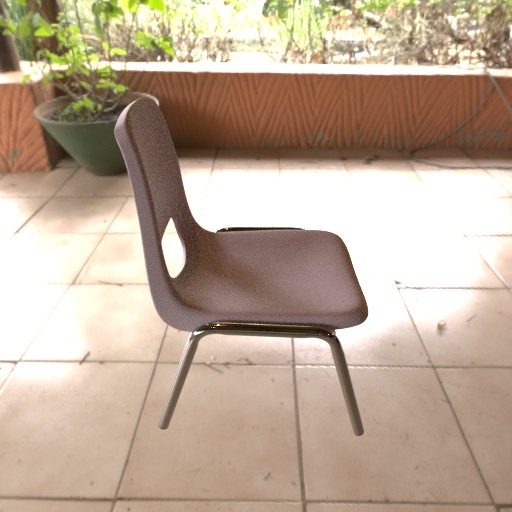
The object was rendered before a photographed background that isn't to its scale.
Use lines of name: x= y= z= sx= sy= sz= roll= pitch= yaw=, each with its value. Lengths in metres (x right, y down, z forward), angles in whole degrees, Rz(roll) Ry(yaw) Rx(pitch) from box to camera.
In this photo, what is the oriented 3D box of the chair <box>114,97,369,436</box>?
chair: x=0.000 y=0.000 z=0.801 sx=0.385 sy=0.536 sz=0.354 roll=0 pitch=30 yaw=0
